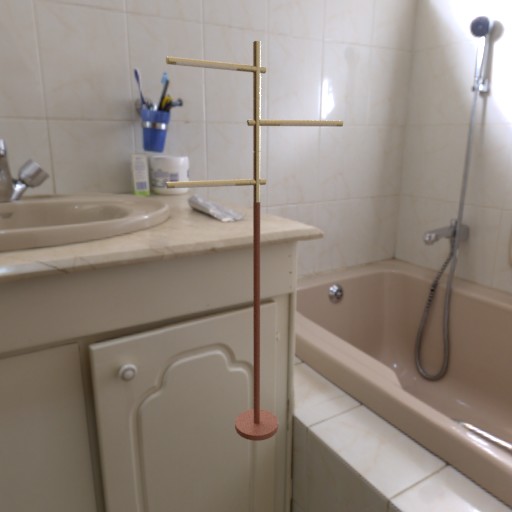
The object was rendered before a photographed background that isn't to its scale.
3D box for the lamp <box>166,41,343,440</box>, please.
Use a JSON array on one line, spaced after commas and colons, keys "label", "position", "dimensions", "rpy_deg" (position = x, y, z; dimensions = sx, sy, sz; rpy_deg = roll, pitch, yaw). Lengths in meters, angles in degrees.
[{"label": "lamp", "position": [0.000, 0.000, 1.921], "dimensions": [0.737, 1.704, 0.209], "rpy_deg": [-8, 17, -27]}]
